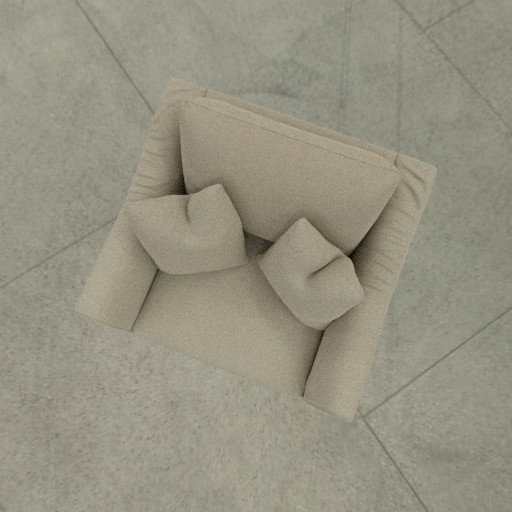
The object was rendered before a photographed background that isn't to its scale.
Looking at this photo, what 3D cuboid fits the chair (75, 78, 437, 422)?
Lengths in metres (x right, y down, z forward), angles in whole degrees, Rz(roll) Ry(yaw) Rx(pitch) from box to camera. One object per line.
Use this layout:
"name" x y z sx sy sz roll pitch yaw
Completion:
"chair" 0.000 0.000 2.031 1.194 1.093 1.071 20 77 5
